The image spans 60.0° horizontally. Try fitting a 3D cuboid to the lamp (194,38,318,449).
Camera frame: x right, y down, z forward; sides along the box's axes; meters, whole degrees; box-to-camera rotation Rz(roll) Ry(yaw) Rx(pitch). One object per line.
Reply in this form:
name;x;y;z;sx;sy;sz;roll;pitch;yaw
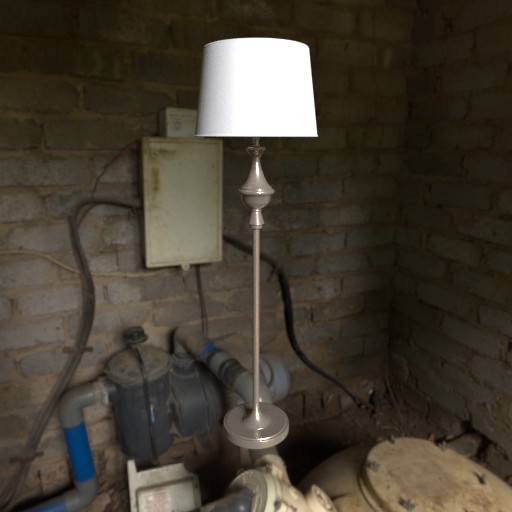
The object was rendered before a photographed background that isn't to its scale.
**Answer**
lamp;0.000;0.000;1.671;0.431;1.488;0.431;0;15;0
